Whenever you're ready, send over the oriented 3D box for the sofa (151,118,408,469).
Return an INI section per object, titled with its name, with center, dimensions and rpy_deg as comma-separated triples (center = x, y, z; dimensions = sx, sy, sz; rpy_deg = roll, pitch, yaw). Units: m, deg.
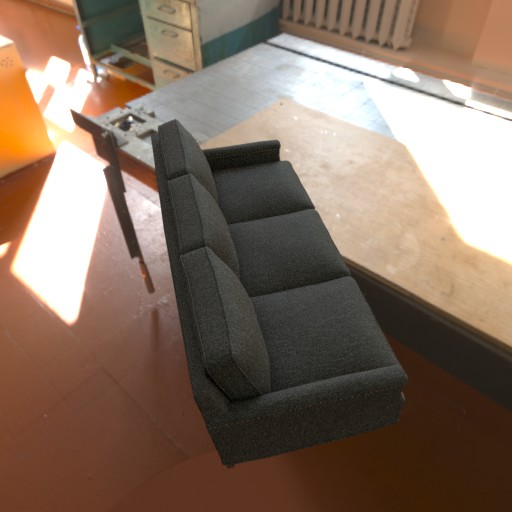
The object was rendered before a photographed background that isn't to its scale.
[sofa]
center = 0.000, 0.000, 2.866
dimensions = 1.084, 1.003, 2.246
rpy_deg = -10, 46, -10
